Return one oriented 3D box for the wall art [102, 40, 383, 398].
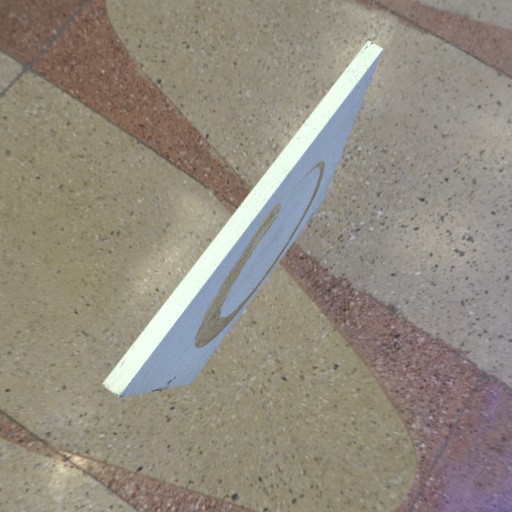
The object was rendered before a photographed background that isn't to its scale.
[{"bbox_3d":[0.000,0.000,1.112,0.038,0.762,0.762,35,78,8],"label":"wall art"}]
